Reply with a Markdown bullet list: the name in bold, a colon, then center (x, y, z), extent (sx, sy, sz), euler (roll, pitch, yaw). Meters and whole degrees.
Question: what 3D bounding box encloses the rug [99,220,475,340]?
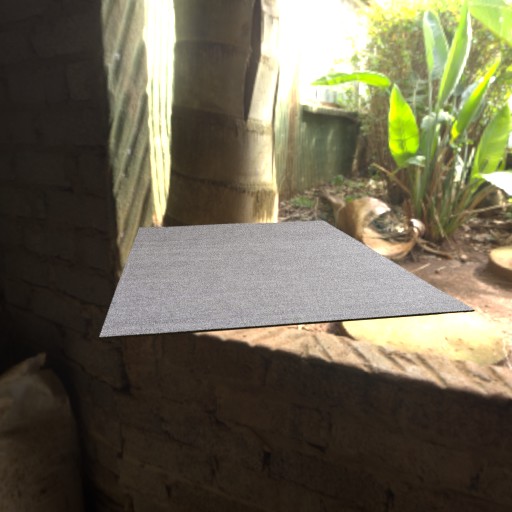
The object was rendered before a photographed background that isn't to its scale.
- **rug**: center (0.000, 0.000, 4.285), extent (2.434, 0.045, 3.202), euler (-3, 16, -10)
